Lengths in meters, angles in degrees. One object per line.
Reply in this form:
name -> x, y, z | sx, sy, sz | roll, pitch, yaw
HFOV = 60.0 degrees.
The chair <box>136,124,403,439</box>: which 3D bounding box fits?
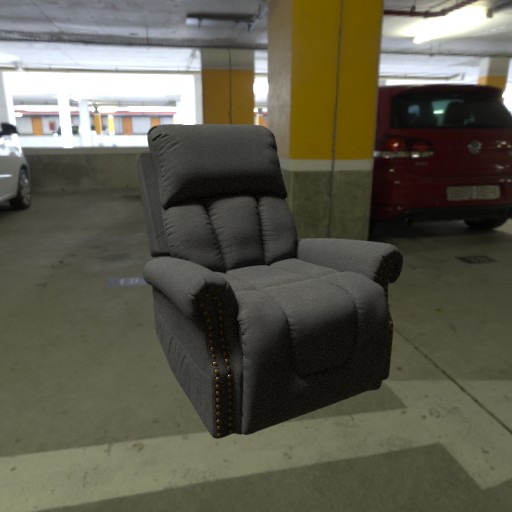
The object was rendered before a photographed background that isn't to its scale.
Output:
chair -> 0.000, 0.000, 1.793 | 0.871, 1.031, 0.979 | -9, 18, -28
